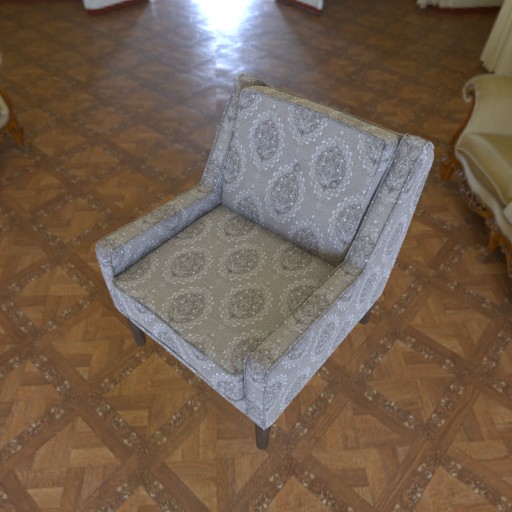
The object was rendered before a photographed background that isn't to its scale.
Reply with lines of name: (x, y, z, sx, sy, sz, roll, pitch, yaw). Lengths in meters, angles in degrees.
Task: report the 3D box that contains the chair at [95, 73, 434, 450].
chair: (0.000, 0.000, 1.374, 0.665, 0.797, 0.750, 31, 53, 27)
